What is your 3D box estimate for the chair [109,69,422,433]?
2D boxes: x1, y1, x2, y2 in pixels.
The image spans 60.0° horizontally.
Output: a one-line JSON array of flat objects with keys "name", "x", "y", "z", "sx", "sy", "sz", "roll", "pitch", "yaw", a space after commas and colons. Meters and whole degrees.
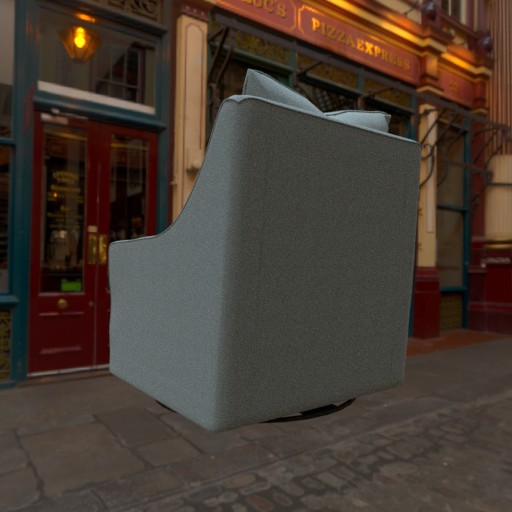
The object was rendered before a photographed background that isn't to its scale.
[{"name": "chair", "x": 0.000, "y": 0.000, "z": 1.557, "sx": 0.760, "sy": 0.926, "sz": 0.870, "roll": 1, "pitch": -2, "yaw": -36}]
